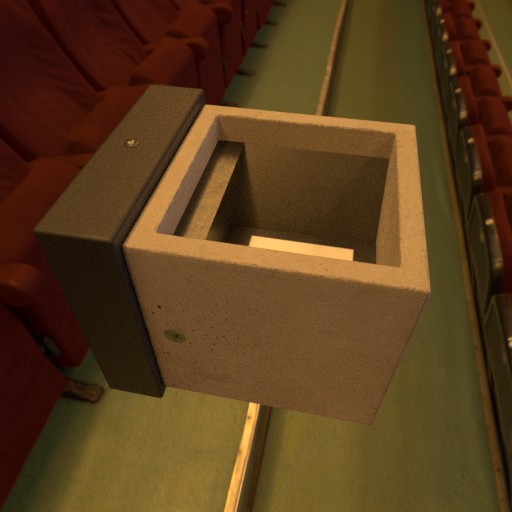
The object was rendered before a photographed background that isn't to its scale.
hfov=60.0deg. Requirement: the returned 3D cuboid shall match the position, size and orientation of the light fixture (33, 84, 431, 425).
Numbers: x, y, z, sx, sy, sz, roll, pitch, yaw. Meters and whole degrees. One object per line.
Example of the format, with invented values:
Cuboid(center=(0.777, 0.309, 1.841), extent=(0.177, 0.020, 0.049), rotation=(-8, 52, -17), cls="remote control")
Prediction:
Cuboid(center=(0.000, 0.000, 0.235), extent=(0.143, 0.121, 0.121), rotation=(8, 47, 8), cls="light fixture")
